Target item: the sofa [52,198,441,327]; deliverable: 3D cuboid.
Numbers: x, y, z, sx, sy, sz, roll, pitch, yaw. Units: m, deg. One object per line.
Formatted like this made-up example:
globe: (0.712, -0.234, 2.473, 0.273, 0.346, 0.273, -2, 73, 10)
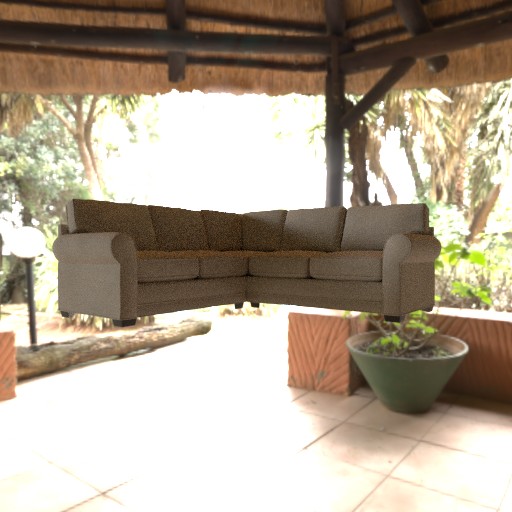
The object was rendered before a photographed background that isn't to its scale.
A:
sofa: (0.000, 0.000, 3.960, 2.569, 1.054, 2.487, 0, 1, 38)
